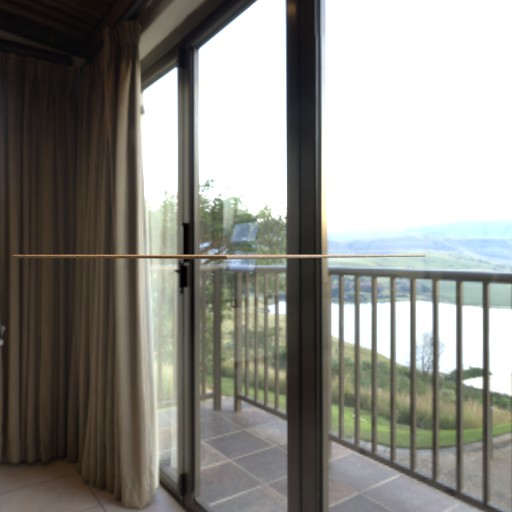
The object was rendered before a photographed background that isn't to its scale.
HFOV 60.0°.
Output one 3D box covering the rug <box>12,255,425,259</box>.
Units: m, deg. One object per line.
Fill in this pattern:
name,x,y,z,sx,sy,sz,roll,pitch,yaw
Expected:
rug,0.000,0.000,2.946,1.531,0.014,2.441,0,0,36
